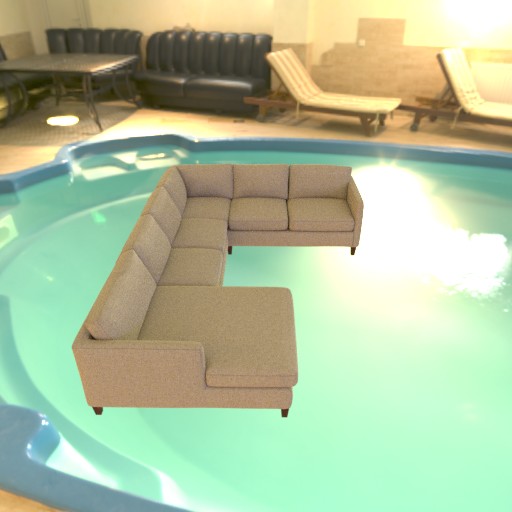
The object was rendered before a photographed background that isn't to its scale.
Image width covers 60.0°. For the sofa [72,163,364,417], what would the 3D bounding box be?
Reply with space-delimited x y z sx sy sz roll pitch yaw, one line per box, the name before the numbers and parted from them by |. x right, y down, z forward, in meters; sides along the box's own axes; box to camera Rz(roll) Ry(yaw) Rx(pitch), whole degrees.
sofa | 0.000 0.000 4.675 2.593 0.959 3.460 0 31 1
